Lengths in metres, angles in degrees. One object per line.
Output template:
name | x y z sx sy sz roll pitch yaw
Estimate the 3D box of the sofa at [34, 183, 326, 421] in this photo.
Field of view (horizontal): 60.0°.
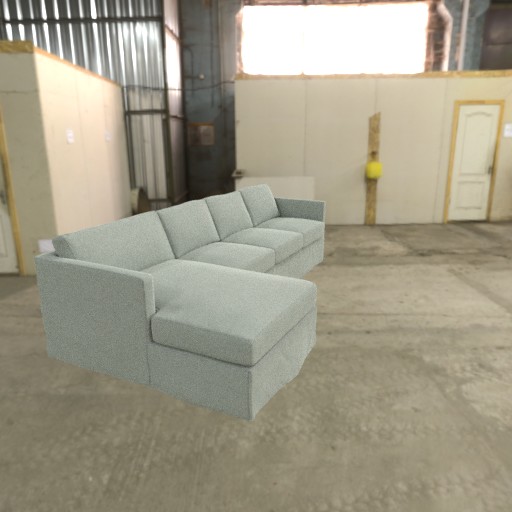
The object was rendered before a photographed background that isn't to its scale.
sofa | 0.000 0.000 3.930 1.650 0.922 3.205 8 18 26
